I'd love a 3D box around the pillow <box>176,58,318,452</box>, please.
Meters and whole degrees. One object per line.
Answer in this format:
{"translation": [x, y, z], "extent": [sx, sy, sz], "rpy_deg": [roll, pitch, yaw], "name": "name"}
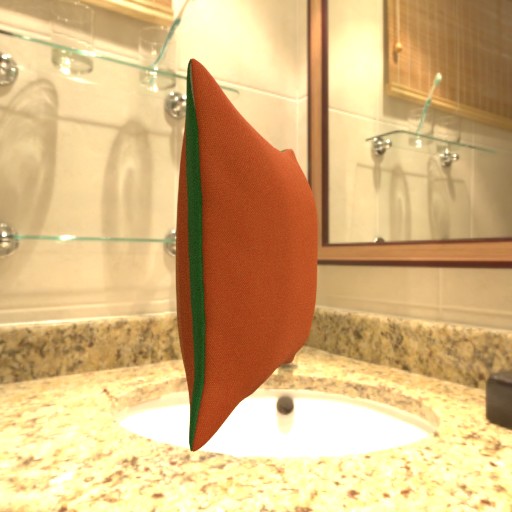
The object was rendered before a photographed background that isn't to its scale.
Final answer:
{"translation": [0.000, 0.000, 0.709], "extent": [0.169, 0.444, 0.453], "rpy_deg": [0, 0, 19], "name": "pillow"}
